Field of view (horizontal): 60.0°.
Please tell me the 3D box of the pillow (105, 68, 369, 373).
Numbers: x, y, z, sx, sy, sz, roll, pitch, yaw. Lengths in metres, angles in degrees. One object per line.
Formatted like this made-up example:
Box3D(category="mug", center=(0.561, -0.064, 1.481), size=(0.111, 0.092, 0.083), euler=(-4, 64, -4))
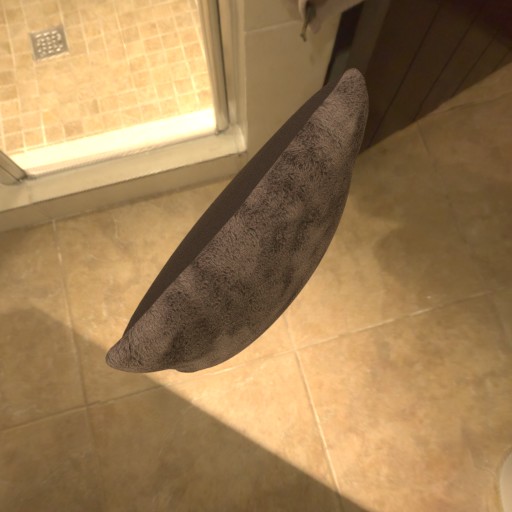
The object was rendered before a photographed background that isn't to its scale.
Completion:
Box3D(category="pillow", center=(0.000, 0.000, 0.800), size=(0.204, 0.520, 0.522), euler=(37, 78, 9))
